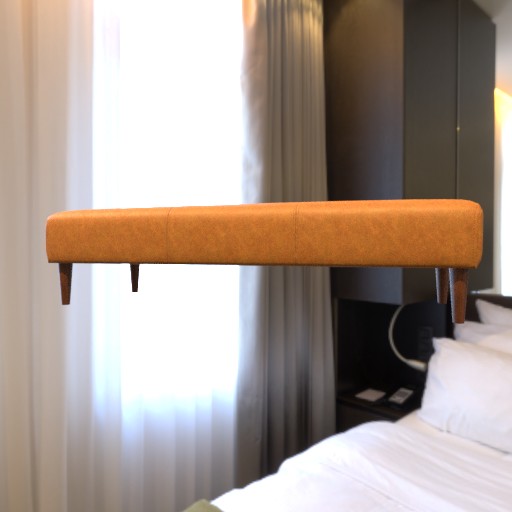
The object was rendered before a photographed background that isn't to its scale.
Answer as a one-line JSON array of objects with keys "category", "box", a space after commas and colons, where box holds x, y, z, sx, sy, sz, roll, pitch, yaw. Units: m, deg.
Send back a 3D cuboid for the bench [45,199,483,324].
[{"category": "bench", "box": [0.000, 0.000, 1.841, 1.610, 0.399, 0.653, 0, 1, 17]}]
